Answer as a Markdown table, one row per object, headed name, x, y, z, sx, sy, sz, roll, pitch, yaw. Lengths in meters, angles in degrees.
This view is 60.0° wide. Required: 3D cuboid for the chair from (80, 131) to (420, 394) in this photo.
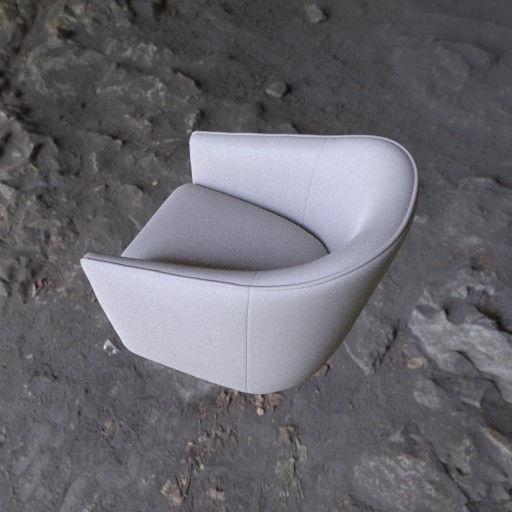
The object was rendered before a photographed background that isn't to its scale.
| name | x | y | z | sx | sy | sz | roll | pitch | yaw |
| --- | --- | --- | --- | --- | --- | --- | --- | --- | --- |
| chair | 0.000 | 0.000 | 1.498 | 0.875 | 0.799 | 0.747 | 17 | 50 | 14 |
